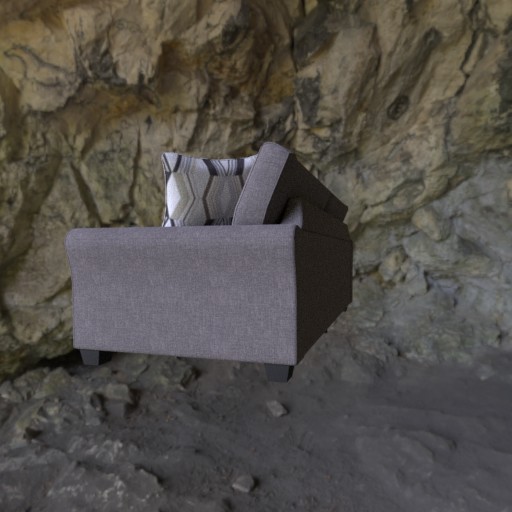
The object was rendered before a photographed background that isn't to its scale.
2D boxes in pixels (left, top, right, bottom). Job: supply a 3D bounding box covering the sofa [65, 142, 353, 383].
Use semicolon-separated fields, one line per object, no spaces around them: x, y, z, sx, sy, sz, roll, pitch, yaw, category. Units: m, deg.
0.000;0.000;2.471;0.889;0.813;2.032;0;1;17;sofa
